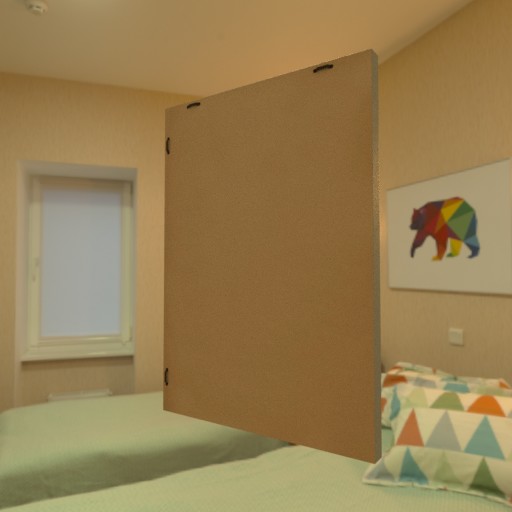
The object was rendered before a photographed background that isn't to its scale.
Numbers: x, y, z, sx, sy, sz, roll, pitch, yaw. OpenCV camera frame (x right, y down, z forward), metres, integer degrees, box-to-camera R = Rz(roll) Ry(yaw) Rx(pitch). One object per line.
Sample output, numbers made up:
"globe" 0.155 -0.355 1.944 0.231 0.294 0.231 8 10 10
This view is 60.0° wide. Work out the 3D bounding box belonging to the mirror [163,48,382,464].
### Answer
"mirror" 0.000 0.000 0.912 0.507 0.710 0.039 -1 -2 35
